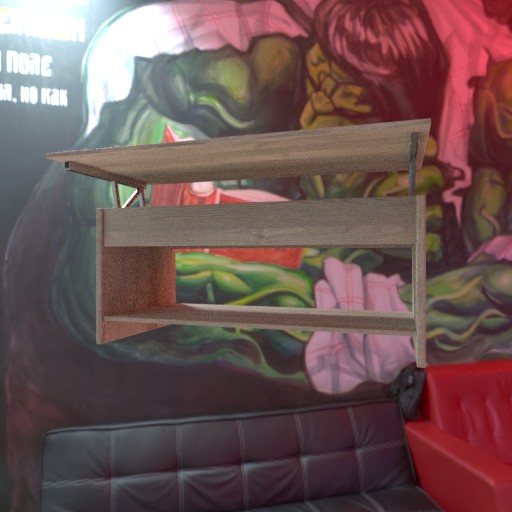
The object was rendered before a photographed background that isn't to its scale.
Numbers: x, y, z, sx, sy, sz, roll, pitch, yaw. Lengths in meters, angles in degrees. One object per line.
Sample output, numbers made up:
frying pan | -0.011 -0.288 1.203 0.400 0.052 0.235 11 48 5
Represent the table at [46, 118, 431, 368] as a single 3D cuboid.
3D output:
table | 0.000 0.000 1.415 1.000 0.570 0.712 0 0 18
